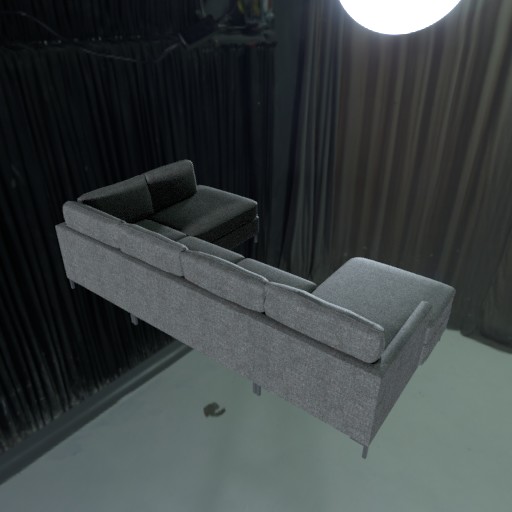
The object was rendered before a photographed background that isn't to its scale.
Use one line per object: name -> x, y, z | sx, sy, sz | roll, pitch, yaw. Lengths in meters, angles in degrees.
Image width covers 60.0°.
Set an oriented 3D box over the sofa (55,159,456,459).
sofa -> 0.000, 0.000, 4.229 | 3.423, 0.999, 2.048 | 20, 35, 32
